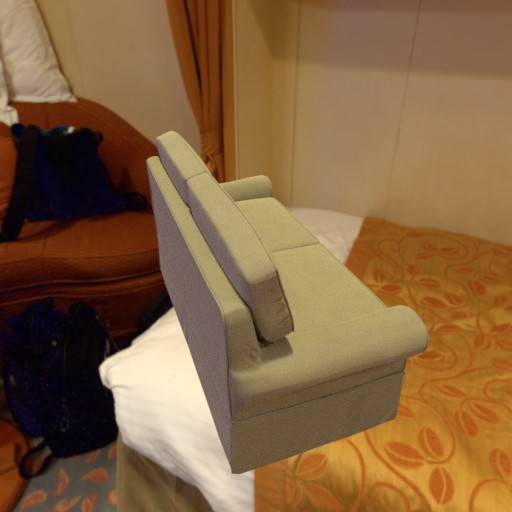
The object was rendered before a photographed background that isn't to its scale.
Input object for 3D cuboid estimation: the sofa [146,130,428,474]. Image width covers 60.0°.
[{"bbox_3d":[0.000,0.000,2.367,0.841,1.024,1.823,-11,33,-18],"label":"sofa"}]
